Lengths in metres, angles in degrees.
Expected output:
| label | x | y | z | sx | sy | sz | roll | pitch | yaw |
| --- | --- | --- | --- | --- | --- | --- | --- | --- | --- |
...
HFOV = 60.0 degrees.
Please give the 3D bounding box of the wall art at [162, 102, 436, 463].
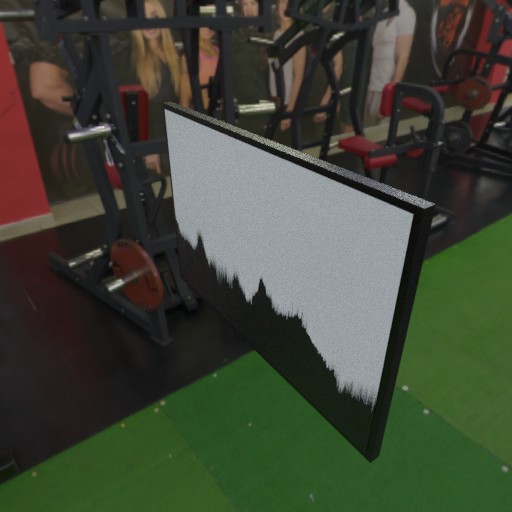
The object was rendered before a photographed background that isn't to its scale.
| label | x | y | z | sx | sy | sz | roll | pitch | yaw |
| --- | --- | --- | --- | --- | --- | --- | --- | --- | --- |
| wall art | 0.000 | 0.000 | 0.831 | 0.022 | 0.446 | 0.659 | -20 | 36 | -30 |
